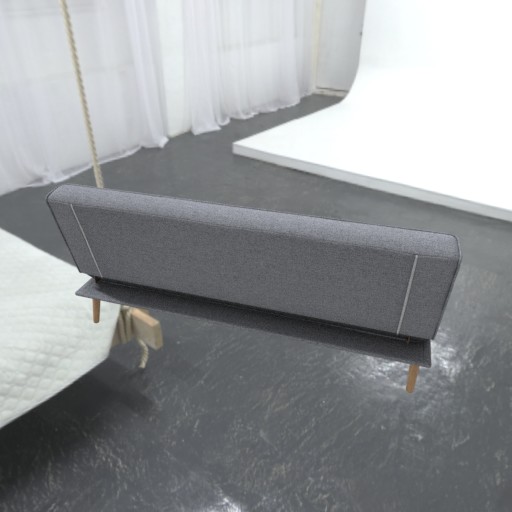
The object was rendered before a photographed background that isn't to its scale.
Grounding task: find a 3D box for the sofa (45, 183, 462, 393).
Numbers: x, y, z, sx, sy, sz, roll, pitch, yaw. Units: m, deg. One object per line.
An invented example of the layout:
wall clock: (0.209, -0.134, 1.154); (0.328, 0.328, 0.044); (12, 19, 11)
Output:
sofa: (0.000, 0.000, 2.352); (1.820, 0.830, 0.810); (9, 32, 15)
